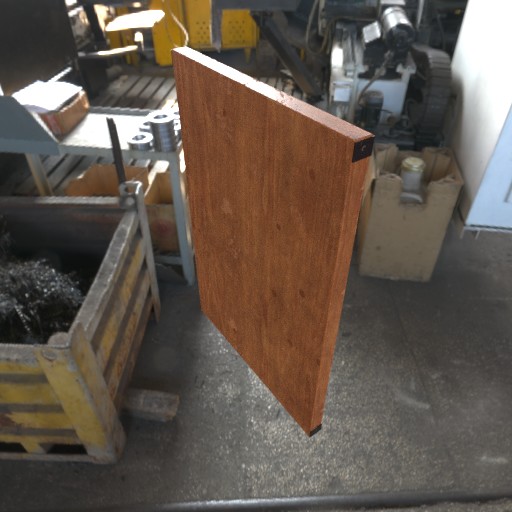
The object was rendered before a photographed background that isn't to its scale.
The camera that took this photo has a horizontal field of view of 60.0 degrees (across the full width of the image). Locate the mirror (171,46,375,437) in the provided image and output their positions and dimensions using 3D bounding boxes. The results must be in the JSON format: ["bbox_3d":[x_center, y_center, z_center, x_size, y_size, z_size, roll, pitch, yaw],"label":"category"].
[{"bbox_3d":[0.000,0.000,0.987,0.053,0.761,0.517,-25,46,-27],"label":"mirror"}]
